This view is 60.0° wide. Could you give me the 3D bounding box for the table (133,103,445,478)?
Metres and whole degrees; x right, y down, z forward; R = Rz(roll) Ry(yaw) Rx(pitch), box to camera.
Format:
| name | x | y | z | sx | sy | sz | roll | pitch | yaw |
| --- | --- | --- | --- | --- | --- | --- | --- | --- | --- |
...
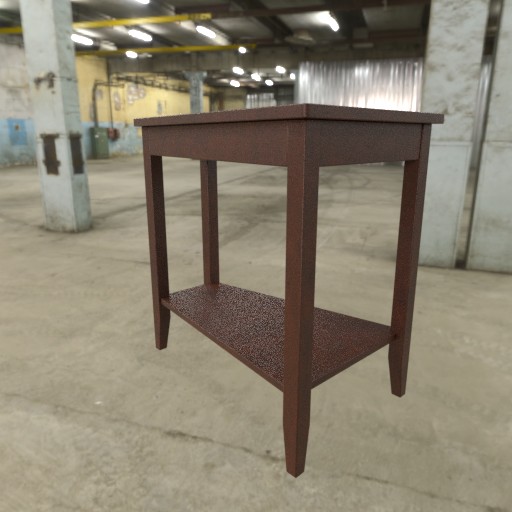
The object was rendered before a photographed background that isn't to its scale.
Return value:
| name | x | y | z | sx | sy | sz | roll | pitch | yaw |
| --- | --- | --- | --- | --- | --- | --- | --- | --- | --- |
| table | 0.000 | 0.000 | 0.977 | 0.399 | 0.589 | 0.605 | -14 | 20 | -42 |
